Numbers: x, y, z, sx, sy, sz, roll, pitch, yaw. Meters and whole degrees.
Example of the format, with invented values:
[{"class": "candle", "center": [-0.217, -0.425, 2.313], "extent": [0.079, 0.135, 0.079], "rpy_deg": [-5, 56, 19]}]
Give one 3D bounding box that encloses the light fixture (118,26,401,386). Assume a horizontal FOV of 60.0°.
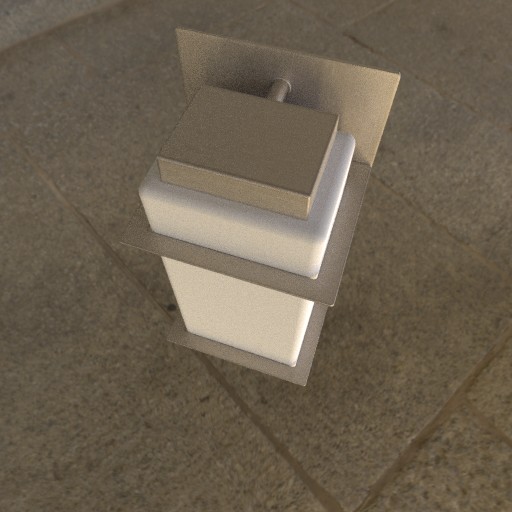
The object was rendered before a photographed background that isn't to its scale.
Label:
[{"class": "light fixture", "center": [0.000, 0.000, 0.448], "extent": [0.168, 0.380, 0.160], "rpy_deg": [16, 60, 10]}]
